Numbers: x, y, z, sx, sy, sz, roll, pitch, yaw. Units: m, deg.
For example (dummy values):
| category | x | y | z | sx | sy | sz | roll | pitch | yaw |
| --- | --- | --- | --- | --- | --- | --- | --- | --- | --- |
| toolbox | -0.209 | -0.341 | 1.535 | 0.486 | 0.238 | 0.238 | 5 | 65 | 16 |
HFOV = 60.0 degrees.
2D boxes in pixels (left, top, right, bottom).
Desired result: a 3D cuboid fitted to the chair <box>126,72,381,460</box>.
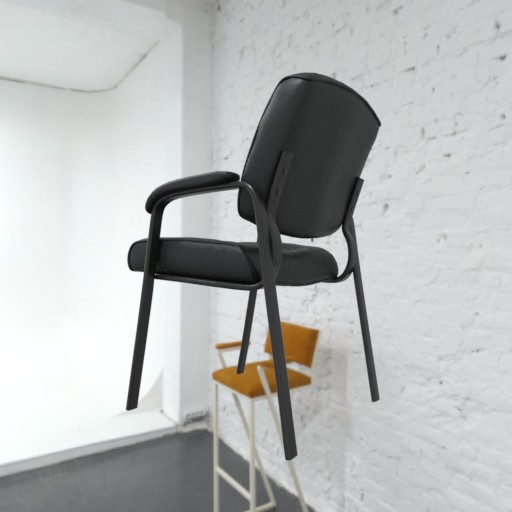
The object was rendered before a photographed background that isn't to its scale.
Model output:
| category | x | y | z | sx | sy | sz | roll | pitch | yaw |
| --- | --- | --- | --- | --- | --- | --- | --- | --- | --- |
| chair | 0.000 | 0.000 | 1.367 | 0.668 | 0.910 | 0.591 | 0 | -1 | 36 |
